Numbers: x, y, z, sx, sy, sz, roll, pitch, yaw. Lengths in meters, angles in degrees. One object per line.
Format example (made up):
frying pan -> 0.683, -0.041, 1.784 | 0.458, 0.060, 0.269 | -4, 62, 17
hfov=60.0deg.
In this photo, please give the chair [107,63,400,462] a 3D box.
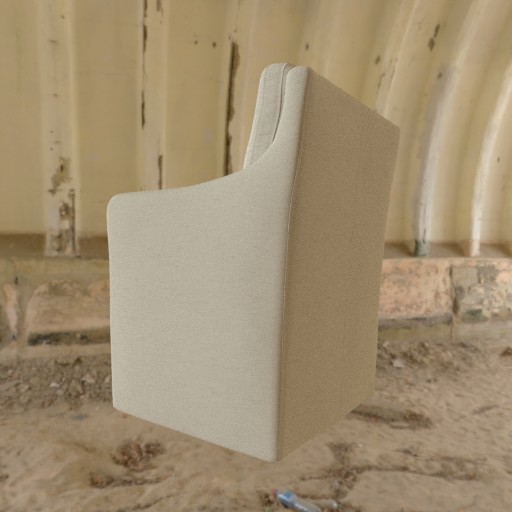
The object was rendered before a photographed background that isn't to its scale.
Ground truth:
chair -> 0.000, 0.000, 1.349 | 0.694, 0.914, 0.626 | 1, 1, 36
